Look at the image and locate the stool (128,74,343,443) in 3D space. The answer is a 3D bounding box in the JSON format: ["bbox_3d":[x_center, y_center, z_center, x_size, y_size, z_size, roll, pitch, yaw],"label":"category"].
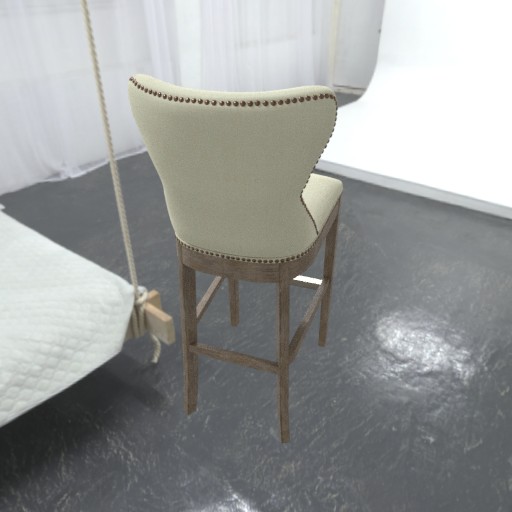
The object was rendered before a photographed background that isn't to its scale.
[{"bbox_3d":[0.000,0.000,1.409,0.494,1.123,0.606,10,33,16],"label":"stool"}]
